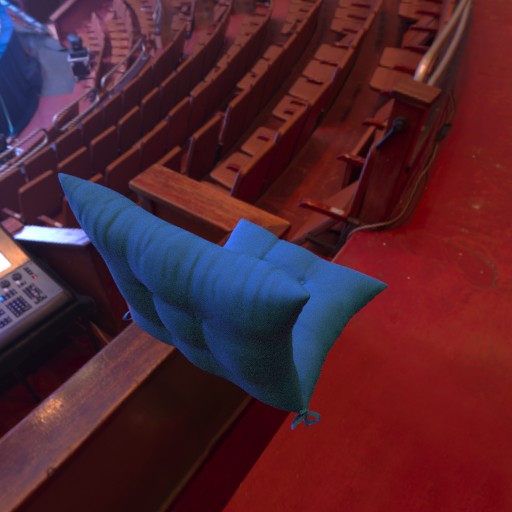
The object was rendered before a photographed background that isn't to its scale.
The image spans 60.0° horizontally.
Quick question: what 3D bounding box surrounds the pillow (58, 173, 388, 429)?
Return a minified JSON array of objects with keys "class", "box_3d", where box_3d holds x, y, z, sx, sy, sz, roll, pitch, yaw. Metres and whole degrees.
[{"class":"pillow","box_3d":[0.000,0.000,1.010,0.541,0.536,0.585,25,50,23]}]
